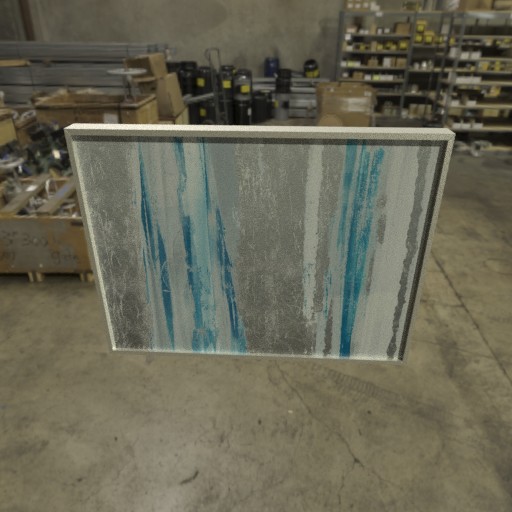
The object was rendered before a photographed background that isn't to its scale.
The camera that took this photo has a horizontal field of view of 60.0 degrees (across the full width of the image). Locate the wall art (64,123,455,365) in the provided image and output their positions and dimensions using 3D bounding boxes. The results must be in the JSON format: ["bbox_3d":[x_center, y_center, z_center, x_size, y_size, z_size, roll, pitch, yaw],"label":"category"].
[{"bbox_3d":[0.000,0.000,1.415,1.056,0.801,0.066,2,29,3],"label":"wall art"}]
